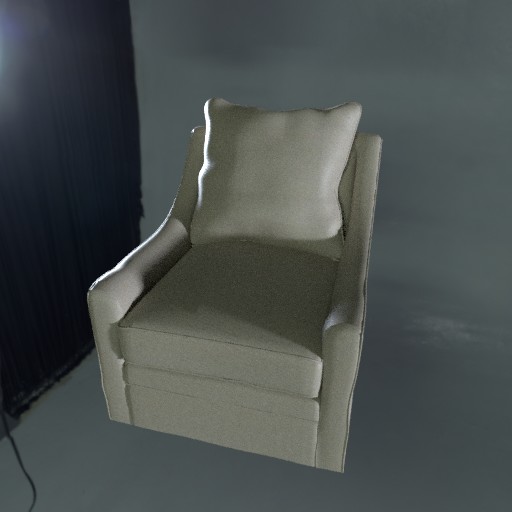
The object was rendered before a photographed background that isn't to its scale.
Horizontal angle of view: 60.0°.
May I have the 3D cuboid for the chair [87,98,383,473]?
[{"bbox_3d":[0.000,0.000,1.523,0.760,0.942,0.876,7,27,14],"label":"chair"}]
